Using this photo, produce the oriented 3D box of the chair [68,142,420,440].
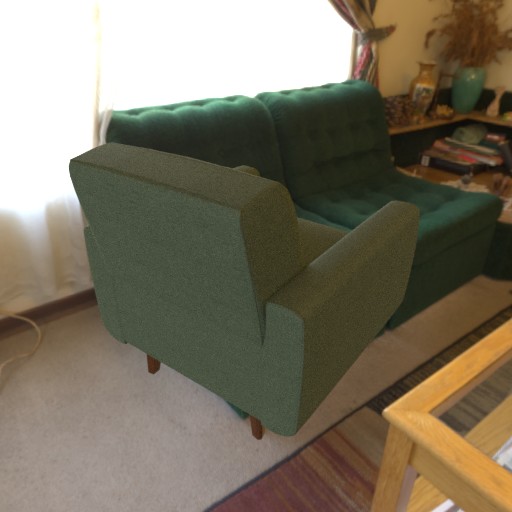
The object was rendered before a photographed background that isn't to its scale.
[{"bbox_3d":[0.000,0.000,1.524,0.831,0.841,0.909,19,34,31],"label":"chair"}]
